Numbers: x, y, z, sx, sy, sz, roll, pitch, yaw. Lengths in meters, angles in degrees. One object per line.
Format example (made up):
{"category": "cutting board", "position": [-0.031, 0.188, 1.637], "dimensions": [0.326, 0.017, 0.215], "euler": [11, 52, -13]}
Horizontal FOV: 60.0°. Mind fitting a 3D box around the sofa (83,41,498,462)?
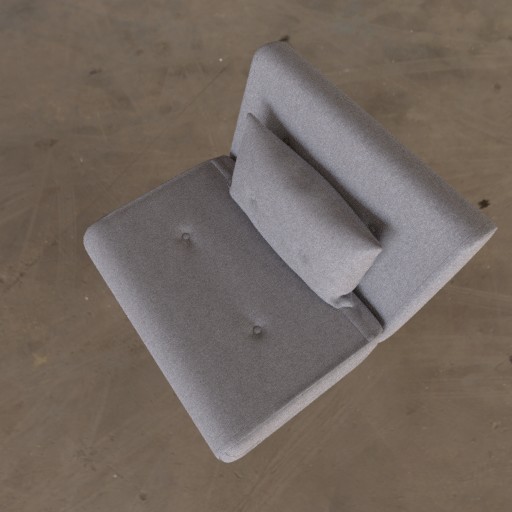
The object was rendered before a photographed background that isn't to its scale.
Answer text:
{"category": "sofa", "position": [0.000, 0.000, 1.635], "dimensions": [1.000, 0.825, 1.020], "euler": [-33, 67, -16]}
